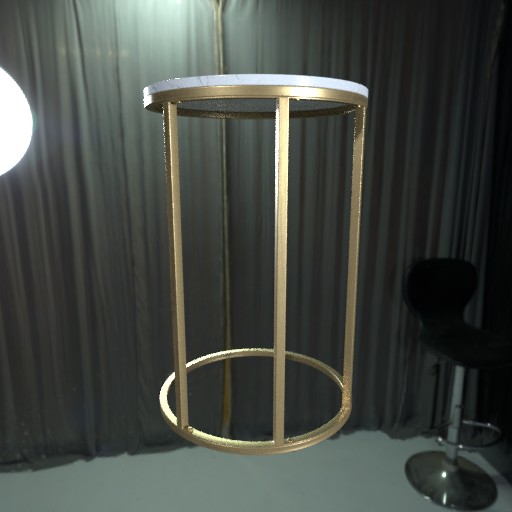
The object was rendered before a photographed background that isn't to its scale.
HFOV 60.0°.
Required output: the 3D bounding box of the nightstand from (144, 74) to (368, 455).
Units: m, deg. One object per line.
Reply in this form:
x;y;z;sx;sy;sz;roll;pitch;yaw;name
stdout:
0.000;0.000;0.880;0.400;0.610;0.400;-3;13;-11;nightstand
